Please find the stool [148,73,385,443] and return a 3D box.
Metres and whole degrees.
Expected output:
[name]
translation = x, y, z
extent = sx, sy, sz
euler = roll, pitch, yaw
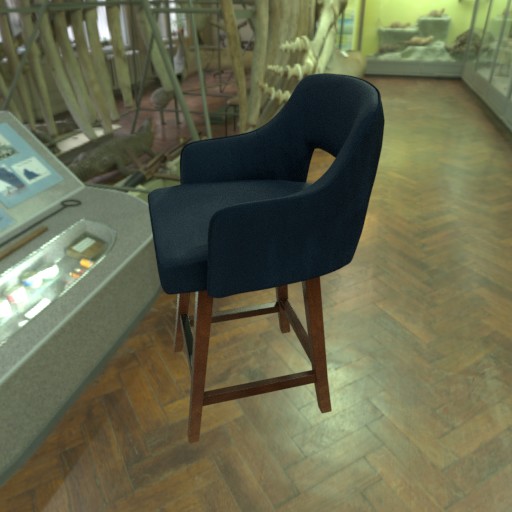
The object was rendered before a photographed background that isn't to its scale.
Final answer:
[stool]
translation = 0.000, 0.000, 1.275
extent = 0.560, 0.940, 0.550
euler = -8, 31, -13
